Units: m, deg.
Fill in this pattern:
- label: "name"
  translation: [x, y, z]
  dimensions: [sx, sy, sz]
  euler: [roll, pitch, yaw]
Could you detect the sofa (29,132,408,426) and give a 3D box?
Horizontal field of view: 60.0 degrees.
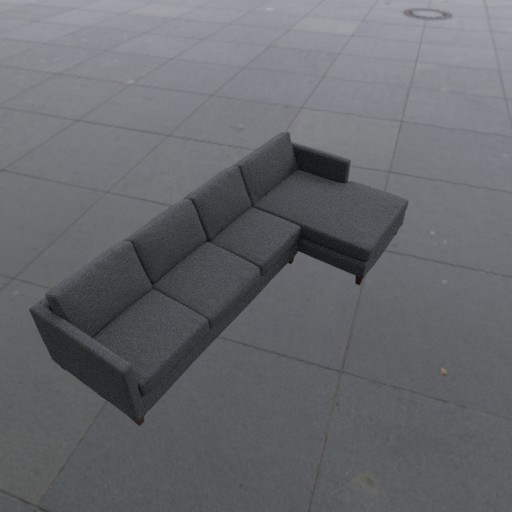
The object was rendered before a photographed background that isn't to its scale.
- label: "sofa"
  translation: [0.000, 0.000, 3.835]
  dimensions: [1.625, 0.846, 3.186]
  euler: [24, 46, 25]
